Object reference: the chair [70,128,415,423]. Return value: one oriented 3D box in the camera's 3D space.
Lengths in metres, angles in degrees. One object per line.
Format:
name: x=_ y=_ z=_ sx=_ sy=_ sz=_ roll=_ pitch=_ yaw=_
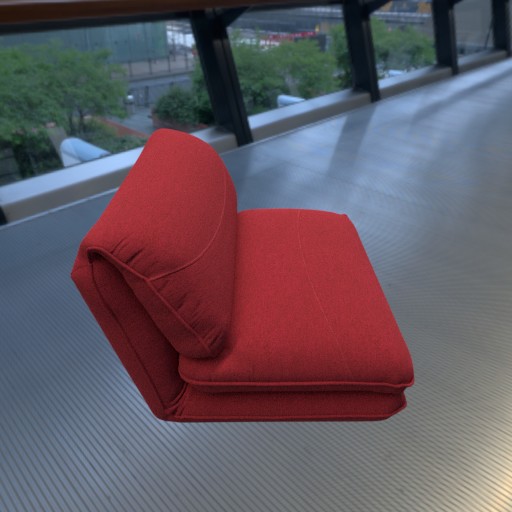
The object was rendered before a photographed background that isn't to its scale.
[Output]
chair: x=0.000 y=0.000 z=1.330 sx=0.780 sy=0.580 sz=0.820 roll=0 pitch=32 yaw=-1
